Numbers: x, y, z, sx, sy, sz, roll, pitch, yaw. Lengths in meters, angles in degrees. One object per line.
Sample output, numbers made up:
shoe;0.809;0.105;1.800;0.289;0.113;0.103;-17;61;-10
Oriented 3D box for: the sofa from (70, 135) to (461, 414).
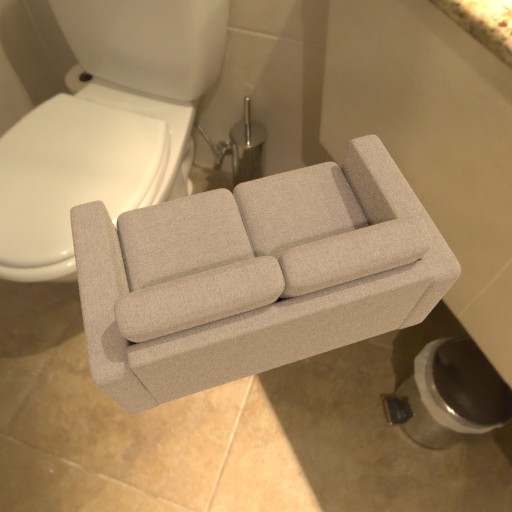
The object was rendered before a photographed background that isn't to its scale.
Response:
sofa;0.000;0.000;2.082;1.540;0.800;0.900;-15;60;-9
